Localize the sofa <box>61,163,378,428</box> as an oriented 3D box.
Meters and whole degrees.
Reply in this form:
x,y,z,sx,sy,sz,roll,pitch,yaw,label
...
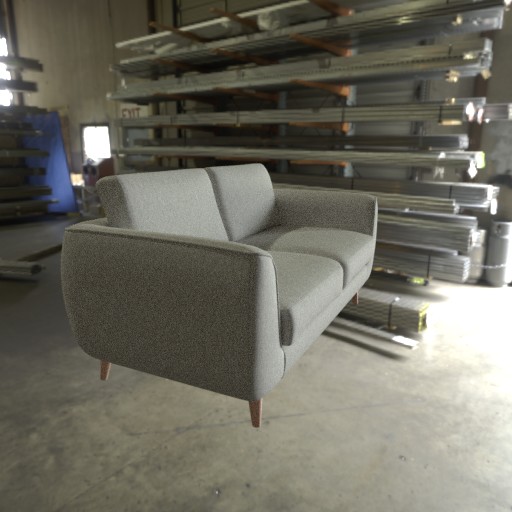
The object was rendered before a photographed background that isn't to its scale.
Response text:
x,y,z,sx,sy,sz,roll,pitch,yaw,label
0.000,0.000,2.205,0.920,0.850,1.700,7,16,26,sofa
